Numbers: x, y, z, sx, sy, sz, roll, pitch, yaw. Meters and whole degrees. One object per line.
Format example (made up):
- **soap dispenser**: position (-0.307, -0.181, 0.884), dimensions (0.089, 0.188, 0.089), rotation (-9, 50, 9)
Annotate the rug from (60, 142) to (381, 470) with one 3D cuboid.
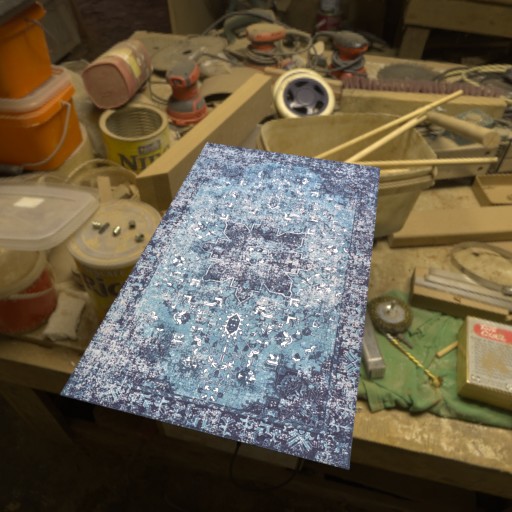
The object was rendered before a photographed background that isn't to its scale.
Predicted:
- **rug**: position (0.000, 0.000, 3.012), dimensions (1.525, 0.007, 2.440), rotation (11, 48, 10)
